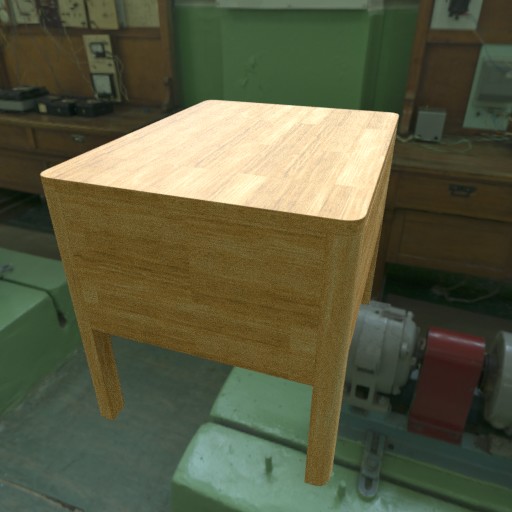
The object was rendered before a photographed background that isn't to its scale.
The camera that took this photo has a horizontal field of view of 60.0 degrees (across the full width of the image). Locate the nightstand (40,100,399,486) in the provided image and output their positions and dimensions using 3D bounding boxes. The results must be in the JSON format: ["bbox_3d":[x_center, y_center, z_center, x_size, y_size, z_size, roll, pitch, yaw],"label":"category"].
[{"bbox_3d":[0.000,0.000,0.880,0.440,0.470,0.560,10,31,17],"label":"nightstand"}]
